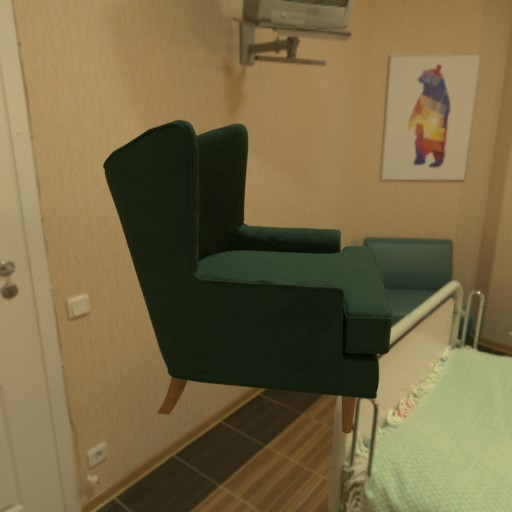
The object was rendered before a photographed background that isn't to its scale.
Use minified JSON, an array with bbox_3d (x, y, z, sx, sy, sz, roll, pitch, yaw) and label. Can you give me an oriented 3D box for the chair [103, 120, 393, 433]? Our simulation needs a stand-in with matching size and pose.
[{"bbox_3d":[0.000,0.000,1.644,0.910,0.952,0.793,3,16,9],"label":"chair"}]
